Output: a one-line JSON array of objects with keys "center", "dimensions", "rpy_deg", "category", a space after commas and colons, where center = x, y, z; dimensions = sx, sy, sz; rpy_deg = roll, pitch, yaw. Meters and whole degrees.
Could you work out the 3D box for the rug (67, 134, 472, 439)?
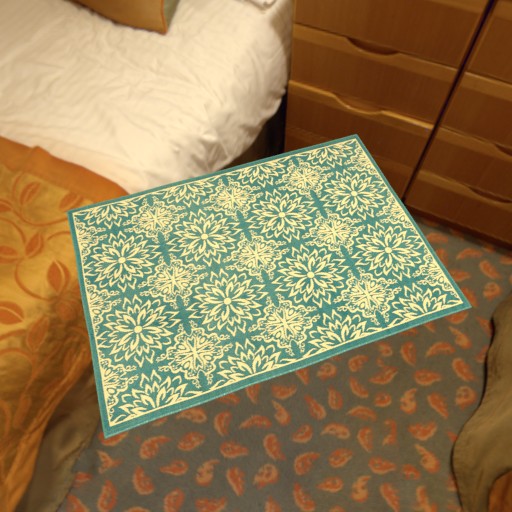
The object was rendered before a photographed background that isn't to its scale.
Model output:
[{"center": [0.000, 0.000, 2.851], "dimensions": [2.205, 0.012, 1.554], "rpy_deg": [-17, 60, -10], "category": "rug"}]
